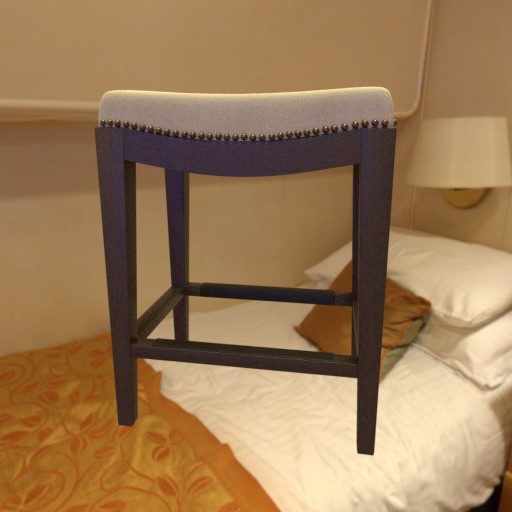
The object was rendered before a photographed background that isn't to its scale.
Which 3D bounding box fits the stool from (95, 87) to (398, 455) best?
[{"bbox_3d":[0.000,0.000,0.930,0.500,0.642,0.361,3,17,9],"label":"stool"}]
